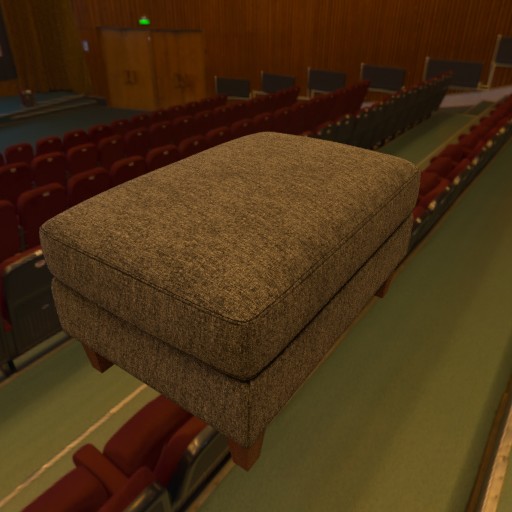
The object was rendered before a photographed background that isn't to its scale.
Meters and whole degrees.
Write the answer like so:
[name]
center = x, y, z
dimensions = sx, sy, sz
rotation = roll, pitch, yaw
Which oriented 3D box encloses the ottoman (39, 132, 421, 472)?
[ottoman]
center = 0.000, 0.000, 1.182
dimensions = 0.584, 0.483, 0.864
rotation = 20, 37, 30
